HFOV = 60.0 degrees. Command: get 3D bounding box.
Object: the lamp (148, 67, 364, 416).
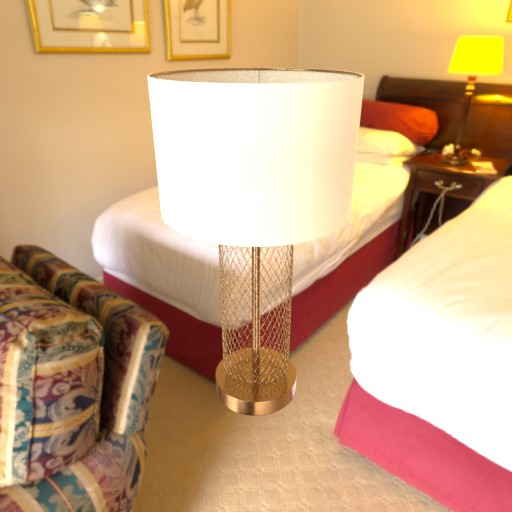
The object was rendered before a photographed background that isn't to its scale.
[{"bbox_3d":[0.000,0.000,0.633,0.252,0.483,0.252,1,26,2],"label":"lamp"}]
